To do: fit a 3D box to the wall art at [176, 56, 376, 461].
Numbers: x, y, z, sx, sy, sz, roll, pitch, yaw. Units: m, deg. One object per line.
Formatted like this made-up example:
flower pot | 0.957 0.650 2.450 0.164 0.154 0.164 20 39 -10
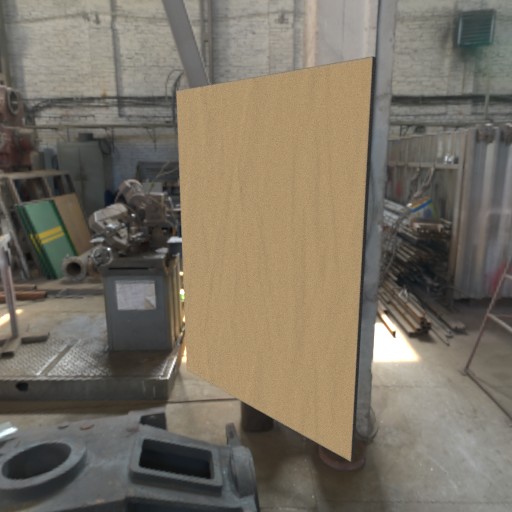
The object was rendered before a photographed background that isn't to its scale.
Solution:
wall art | 0.000 0.000 1.474 0.810 1.116 0.016 12 18 44
